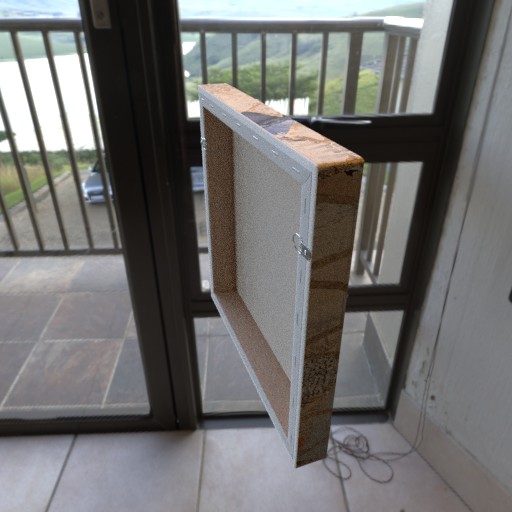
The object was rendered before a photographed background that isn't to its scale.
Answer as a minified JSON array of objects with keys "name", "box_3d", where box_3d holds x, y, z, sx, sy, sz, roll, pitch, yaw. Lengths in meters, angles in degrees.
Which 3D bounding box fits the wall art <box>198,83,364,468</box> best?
[{"name":"wall art","box_3d":[0.000,0.000,0.476,0.036,0.304,0.303,-11,32,-18]}]
